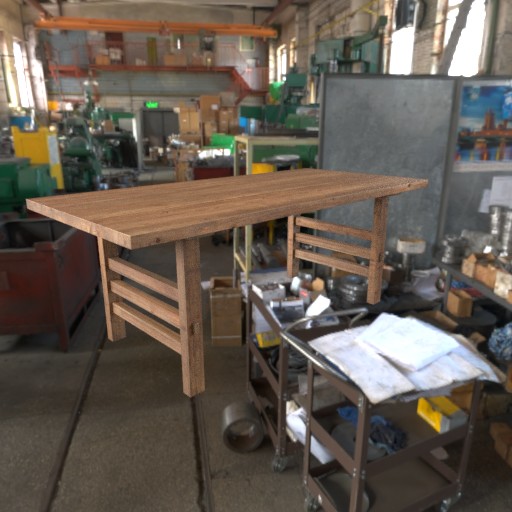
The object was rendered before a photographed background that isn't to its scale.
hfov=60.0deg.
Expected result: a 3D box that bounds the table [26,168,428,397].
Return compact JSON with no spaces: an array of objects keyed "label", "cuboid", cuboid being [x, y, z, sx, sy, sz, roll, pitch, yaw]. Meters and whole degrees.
[{"label":"table","cuboid":[0.000,0.000,2.472,2.003,0.760,0.952,-16,23,-42]}]
